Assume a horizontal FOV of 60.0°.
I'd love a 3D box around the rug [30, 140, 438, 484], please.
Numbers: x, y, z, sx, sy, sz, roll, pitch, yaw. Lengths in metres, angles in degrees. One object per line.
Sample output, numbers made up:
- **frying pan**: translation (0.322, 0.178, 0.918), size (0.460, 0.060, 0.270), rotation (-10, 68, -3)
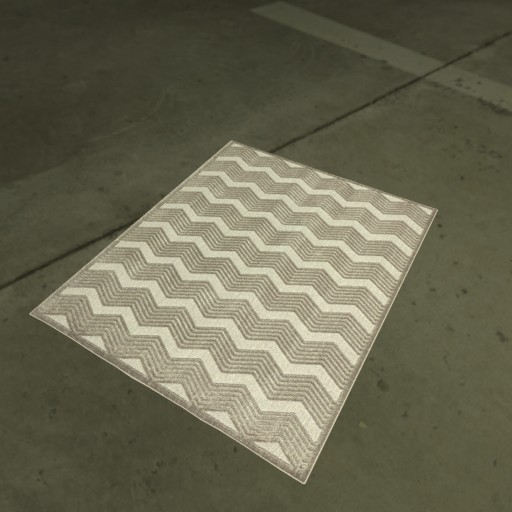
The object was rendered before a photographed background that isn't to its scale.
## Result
- **rug**: translation (0.000, 0.000, 3.875), size (2.391, 0.005, 2.880), rotation (24, 51, 21)
